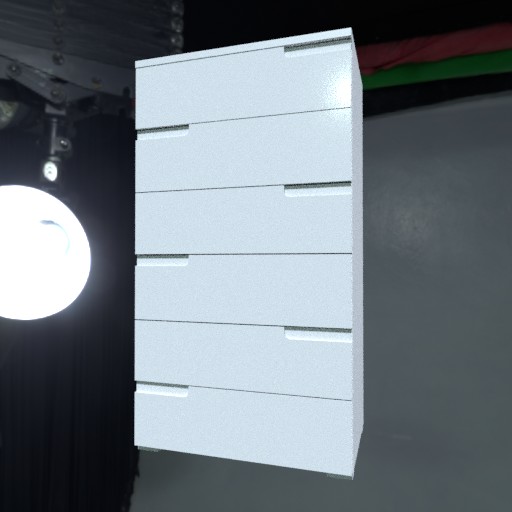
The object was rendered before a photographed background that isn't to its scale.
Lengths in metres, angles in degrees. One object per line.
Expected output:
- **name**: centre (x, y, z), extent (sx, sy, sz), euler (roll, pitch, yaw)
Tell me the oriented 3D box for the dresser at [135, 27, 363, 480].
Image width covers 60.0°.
- **dresser**: centre (0.000, 0.000, 1.442), extent (0.650, 1.190, 0.400), euler (0, -1, 18)
